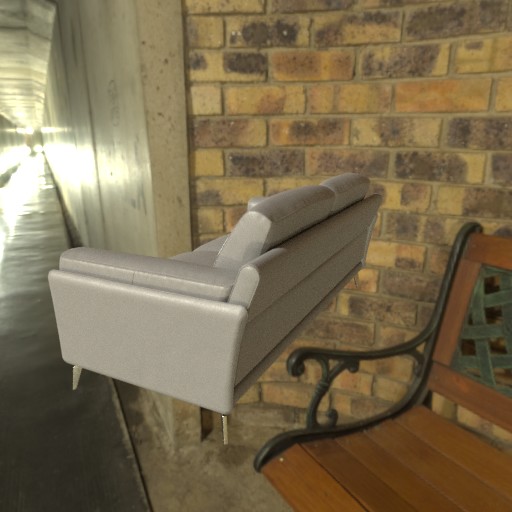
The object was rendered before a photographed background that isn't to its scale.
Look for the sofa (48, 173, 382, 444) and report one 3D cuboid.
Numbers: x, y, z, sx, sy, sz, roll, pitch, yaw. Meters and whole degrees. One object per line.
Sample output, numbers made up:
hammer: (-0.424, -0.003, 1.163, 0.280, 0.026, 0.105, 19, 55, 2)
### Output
sofa: (0.000, 0.000, 2.660, 1.049, 0.930, 2.101, 8, 18, 26)
